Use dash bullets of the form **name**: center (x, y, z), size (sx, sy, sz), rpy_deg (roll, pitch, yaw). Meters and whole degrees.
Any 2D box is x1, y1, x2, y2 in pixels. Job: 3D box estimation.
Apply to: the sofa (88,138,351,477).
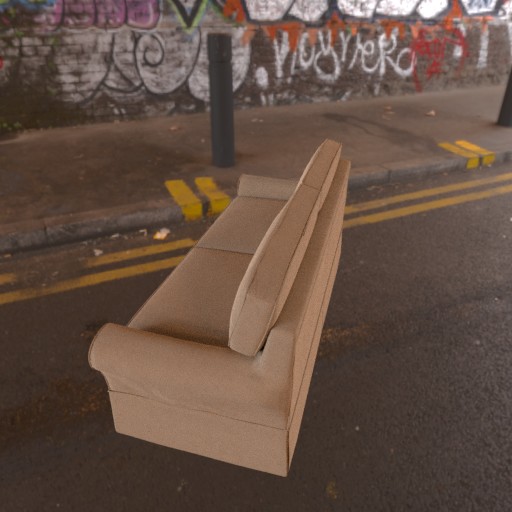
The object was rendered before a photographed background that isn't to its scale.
- **sofa**: center (0.000, 0.000, 2.723), size (0.900, 1.014, 2.246), rpy_deg (8, 31, 14)
